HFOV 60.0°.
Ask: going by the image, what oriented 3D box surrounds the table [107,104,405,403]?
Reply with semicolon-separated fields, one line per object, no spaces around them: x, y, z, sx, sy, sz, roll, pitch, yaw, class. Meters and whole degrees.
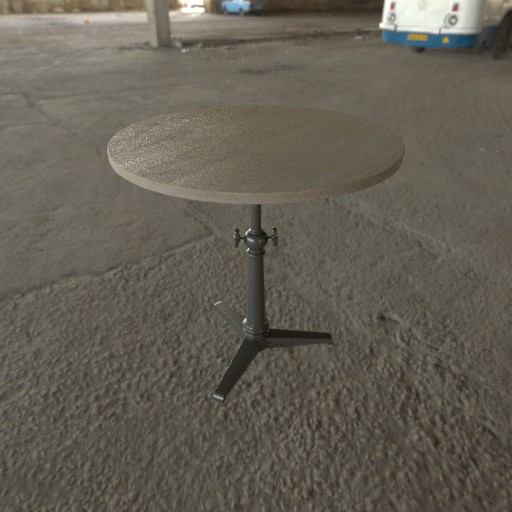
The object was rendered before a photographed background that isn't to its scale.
0.000;0.000;1.442;0.800;0.780;0.800;0;31;0;table
